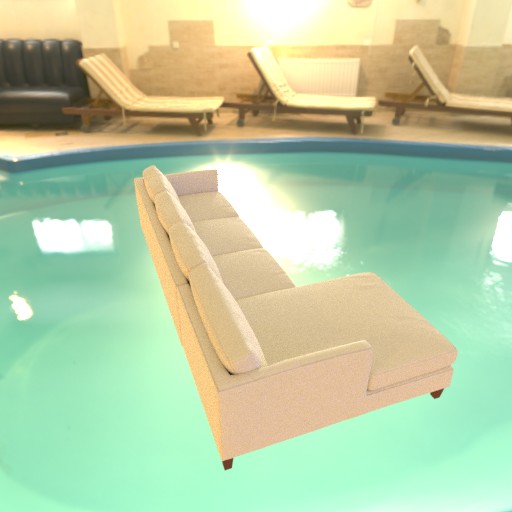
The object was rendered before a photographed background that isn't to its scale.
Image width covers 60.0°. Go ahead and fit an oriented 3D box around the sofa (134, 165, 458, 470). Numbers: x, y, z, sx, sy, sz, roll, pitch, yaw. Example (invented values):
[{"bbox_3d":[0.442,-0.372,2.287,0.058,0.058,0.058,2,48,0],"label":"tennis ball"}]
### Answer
[{"bbox_3d":[0.000,0.000,3.862,1.625,0.846,3.186,-11,33,-18],"label":"sofa"}]
